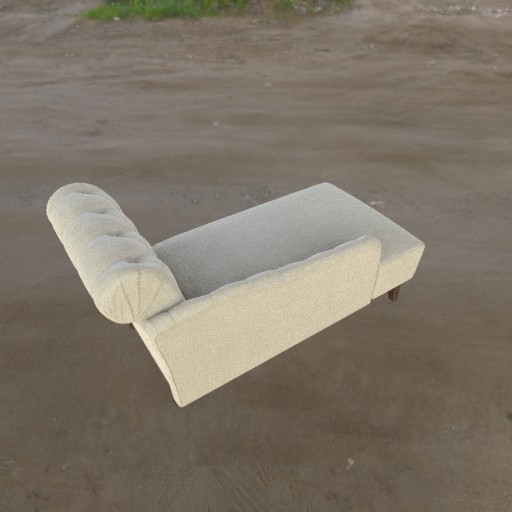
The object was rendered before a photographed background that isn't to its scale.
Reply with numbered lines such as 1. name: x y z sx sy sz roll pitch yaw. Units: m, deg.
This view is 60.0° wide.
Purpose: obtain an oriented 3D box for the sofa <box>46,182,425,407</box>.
1. sofa: 0.000 0.000 1.860 1.379 0.787 0.675 -23 44 -26
